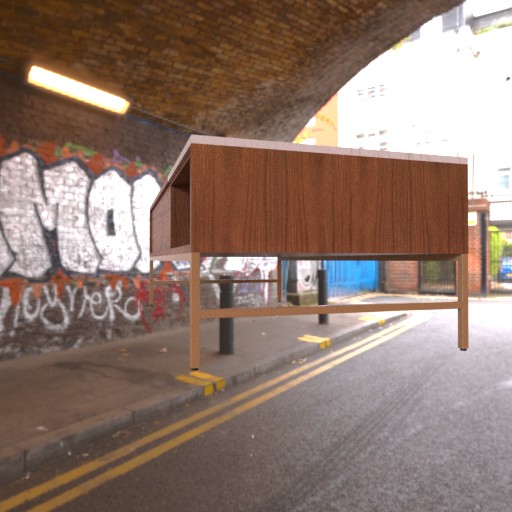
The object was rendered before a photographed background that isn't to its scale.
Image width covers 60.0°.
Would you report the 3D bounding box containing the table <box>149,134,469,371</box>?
[{"bbox_3d":[0.000,0.000,1.888,0.789,0.551,1.553,0,-1,-17],"label":"table"}]
